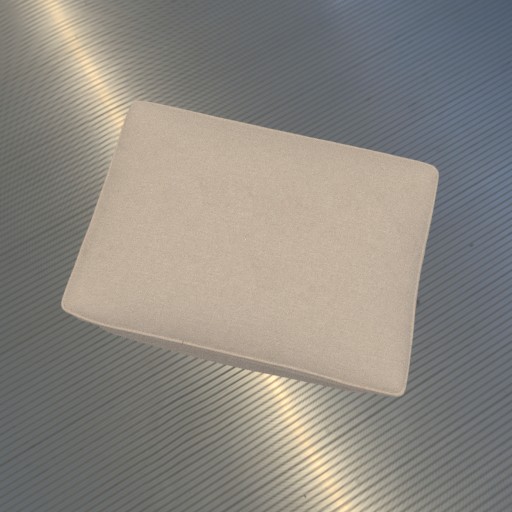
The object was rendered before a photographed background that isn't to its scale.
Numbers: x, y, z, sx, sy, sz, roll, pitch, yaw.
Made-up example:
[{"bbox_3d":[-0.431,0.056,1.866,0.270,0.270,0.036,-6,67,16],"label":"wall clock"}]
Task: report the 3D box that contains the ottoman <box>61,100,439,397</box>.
[{"bbox_3d":[0.000,0.000,1.010,0.665,0.456,0.501,13,77,3],"label":"ottoman"}]
